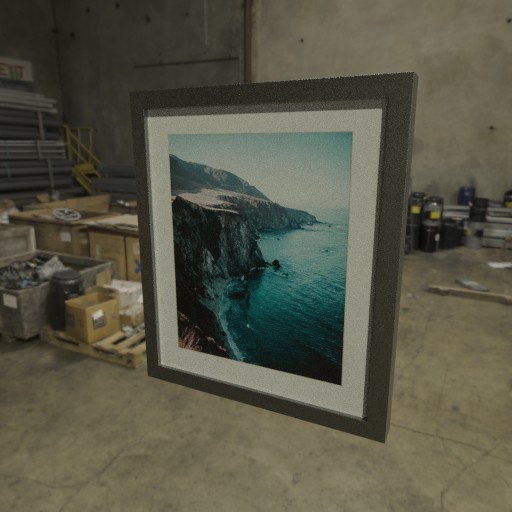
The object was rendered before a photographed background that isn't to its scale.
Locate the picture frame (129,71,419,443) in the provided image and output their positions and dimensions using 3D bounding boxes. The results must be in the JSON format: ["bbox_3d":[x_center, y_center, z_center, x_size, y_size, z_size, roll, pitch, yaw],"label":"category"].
[{"bbox_3d":[0.000,0.000,1.332,0.839,0.968,0.073,7,15,26],"label":"picture frame"}]
